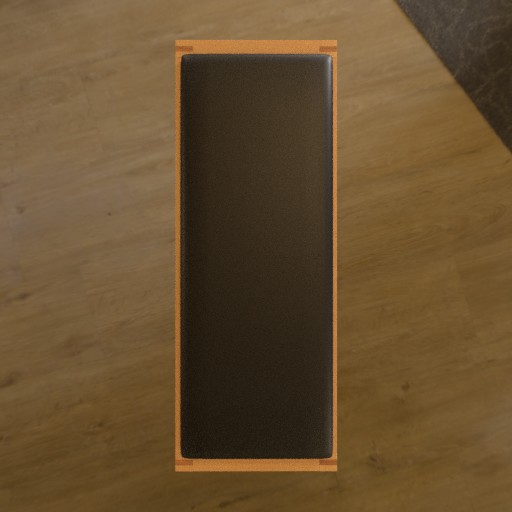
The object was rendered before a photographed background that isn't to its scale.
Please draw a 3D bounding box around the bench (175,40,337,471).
[{"bbox_3d":[0.000,0.000,1.398,0.450,0.430,1.202,0,90,0],"label":"bench"}]
